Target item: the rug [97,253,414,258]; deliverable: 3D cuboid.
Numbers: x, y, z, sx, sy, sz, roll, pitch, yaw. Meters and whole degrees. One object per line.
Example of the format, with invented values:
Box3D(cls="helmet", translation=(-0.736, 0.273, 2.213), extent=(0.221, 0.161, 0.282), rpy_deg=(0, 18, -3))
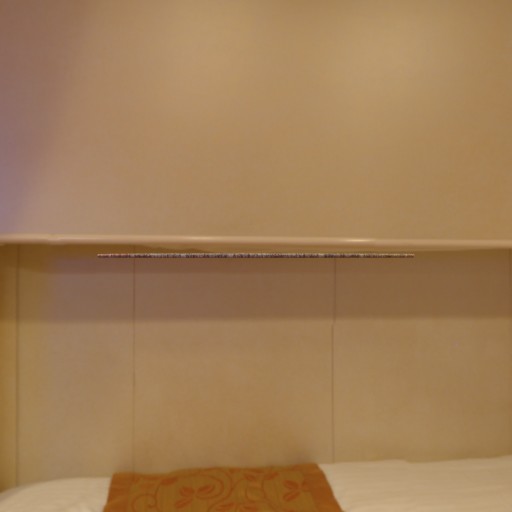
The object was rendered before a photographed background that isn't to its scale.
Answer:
Box3D(cls="rug", translation=(0.000, 0.000, 2.246), extent=(1.514, 0.015, 1.514), rpy_deg=(0, 0, 0))
